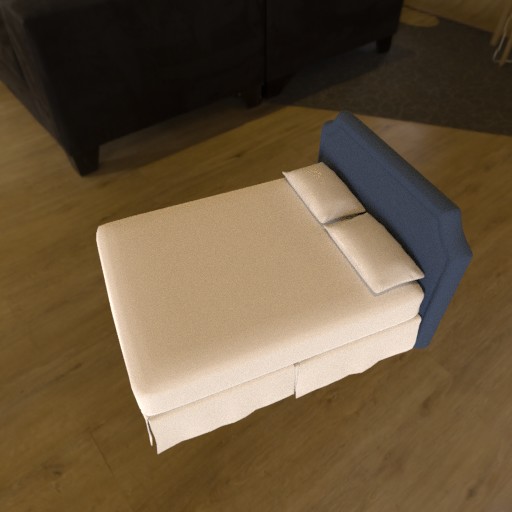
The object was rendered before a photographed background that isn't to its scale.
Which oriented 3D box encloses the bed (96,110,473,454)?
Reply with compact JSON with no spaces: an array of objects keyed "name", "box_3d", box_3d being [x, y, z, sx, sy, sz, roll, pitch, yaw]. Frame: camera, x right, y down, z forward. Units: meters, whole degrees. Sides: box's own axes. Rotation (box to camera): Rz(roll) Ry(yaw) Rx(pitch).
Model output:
[{"name":"bed","box_3d":[0.000,0.000,3.385,2.260,1.297,1.831,-17,48,-15]}]
